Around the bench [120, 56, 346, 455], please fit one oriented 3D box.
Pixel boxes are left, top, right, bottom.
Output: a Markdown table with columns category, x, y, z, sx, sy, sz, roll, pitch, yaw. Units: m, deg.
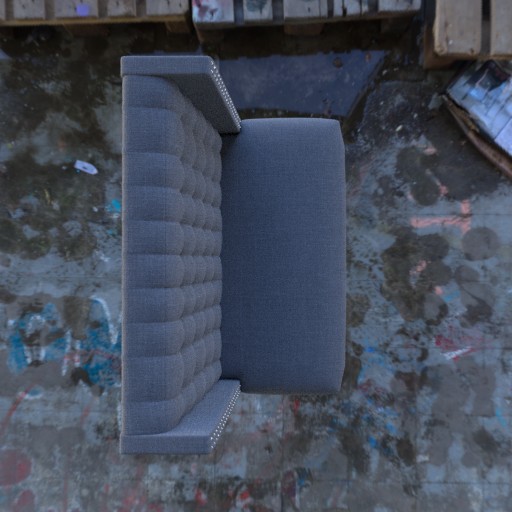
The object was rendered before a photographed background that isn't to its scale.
| category | x | y | z | sx | sy | sz | roll | pitch | yaw |
| --- | --- | --- | --- | --- | --- | --- | --- | --- | --- |
| bench | 0.000 | 0.000 | 1.936 | 0.842 | 1.121 | 1.276 | 0 | 90 | 0 |
